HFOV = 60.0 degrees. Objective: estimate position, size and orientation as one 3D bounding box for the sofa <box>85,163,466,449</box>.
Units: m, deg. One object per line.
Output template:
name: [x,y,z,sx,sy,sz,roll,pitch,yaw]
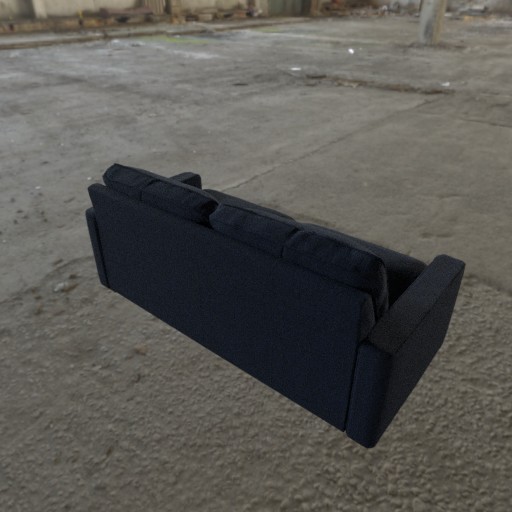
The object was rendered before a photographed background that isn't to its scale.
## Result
sofa: [0.000,0.000,2.581,2.080,0.919,0.940,23,38,33]
